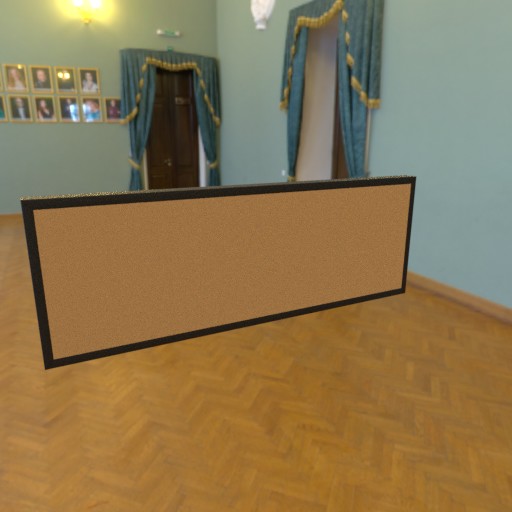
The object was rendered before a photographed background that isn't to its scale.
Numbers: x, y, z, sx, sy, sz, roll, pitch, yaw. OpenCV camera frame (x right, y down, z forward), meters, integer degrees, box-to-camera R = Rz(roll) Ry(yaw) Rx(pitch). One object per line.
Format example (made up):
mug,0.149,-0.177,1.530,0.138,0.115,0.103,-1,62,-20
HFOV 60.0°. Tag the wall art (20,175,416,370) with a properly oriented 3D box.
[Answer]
wall art,0.000,0.000,0.950,0.860,0.303,0.037,-8,17,-26
